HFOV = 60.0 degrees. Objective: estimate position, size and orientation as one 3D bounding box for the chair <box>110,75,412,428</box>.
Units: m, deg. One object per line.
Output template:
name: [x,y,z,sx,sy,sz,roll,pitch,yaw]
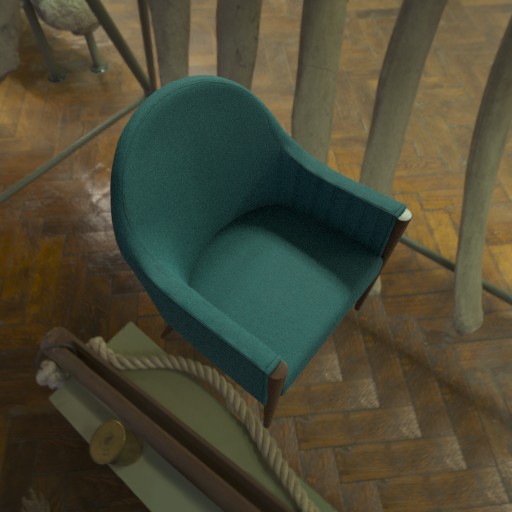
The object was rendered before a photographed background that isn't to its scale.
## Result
chair: [0.000,0.000,1.374,0.652,0.907,0.656,35,64,20]
